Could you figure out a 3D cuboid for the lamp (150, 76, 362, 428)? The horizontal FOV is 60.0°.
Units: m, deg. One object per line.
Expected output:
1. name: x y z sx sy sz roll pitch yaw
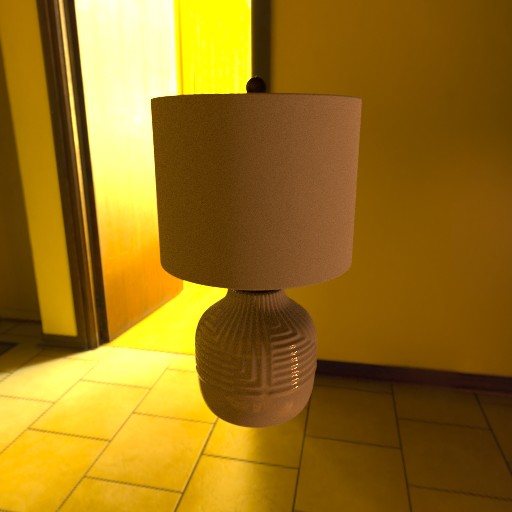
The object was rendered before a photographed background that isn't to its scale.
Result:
1. lamp: 0.000 0.000 0.752 0.318 0.567 0.318 0 16 0
